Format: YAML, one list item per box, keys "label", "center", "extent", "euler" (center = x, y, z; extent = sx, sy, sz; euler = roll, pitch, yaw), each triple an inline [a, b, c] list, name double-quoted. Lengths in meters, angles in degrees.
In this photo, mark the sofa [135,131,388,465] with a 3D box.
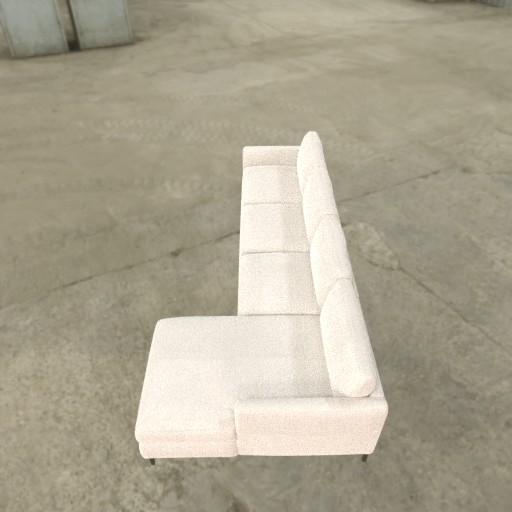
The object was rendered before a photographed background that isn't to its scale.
- label: "sofa"
  center: [0.000, 0.000, 2.890]
  extent: [1.126, 0.677, 2.445]
  euler: [0, 41, 0]
